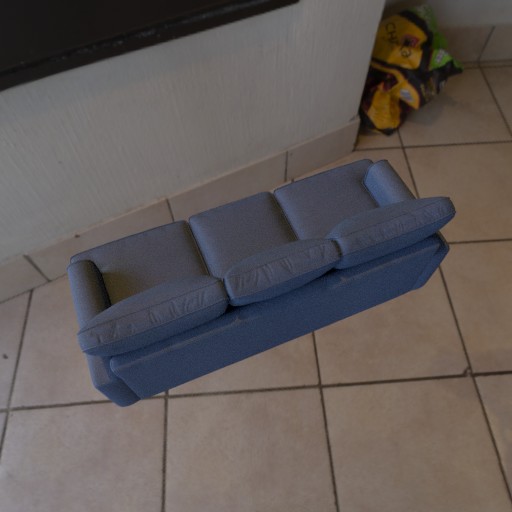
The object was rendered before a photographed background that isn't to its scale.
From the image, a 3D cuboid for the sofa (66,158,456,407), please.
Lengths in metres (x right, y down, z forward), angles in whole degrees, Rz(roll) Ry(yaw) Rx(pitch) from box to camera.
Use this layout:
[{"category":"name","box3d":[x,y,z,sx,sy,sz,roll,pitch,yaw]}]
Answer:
[{"category":"sofa","box3d":[0.000,0.000,2.725,2.158,0.965,0.951,-20,62,-11]}]
